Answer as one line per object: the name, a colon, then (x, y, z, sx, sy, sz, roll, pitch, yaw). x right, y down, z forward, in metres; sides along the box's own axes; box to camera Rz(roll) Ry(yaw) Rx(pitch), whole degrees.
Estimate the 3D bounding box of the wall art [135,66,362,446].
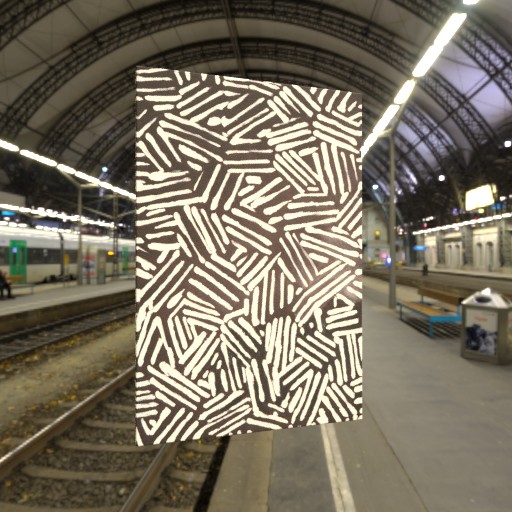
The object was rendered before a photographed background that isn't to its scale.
wall art: (0.000, 0.000, 1.172, 0.615, 0.918, 0.035, 0, 0, -17)
